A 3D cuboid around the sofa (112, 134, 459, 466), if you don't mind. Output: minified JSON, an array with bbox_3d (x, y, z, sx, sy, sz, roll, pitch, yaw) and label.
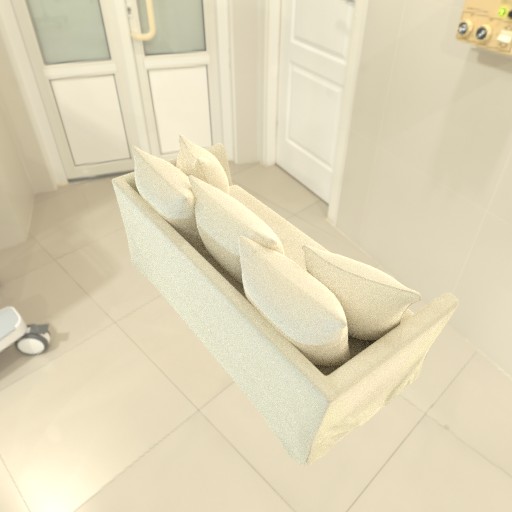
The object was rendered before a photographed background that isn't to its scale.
[{"bbox_3d":[0.000,0.000,2.940,1.031,1.034,2.290,-26,47,-27],"label":"sofa"}]
